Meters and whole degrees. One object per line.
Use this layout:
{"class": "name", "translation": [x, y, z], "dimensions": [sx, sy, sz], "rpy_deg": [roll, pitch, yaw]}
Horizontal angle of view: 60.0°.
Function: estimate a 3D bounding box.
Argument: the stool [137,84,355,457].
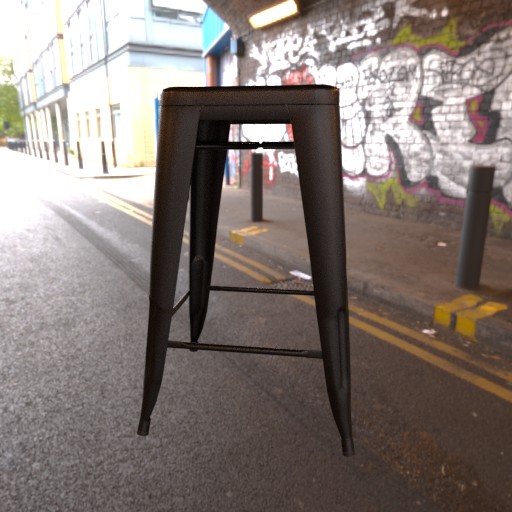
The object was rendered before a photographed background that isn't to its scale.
{"class": "stool", "translation": [0.000, 0.000, 0.877], "dimensions": [0.399, 0.609, 0.359], "rpy_deg": [2, 15, 8]}
